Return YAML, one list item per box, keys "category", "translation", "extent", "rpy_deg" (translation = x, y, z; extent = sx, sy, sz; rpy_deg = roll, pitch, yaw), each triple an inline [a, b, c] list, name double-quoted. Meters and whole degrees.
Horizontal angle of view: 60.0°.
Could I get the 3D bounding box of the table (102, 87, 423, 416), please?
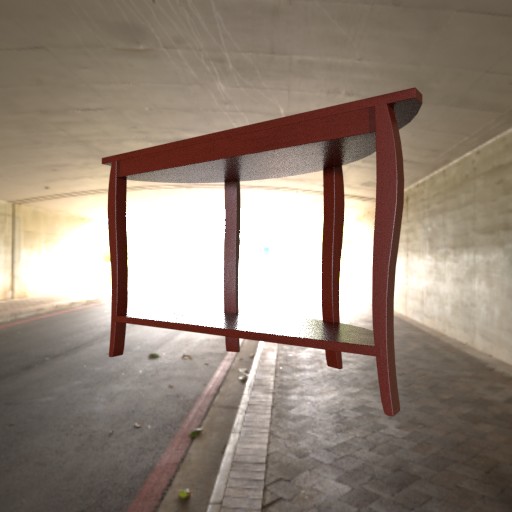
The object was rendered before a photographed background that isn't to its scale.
- category: "table"
  translation: [0.000, 0.000, 1.553]
  extent: [1.219, 0.779, 0.405]
  rpy_deg: [0, -1, 36]
